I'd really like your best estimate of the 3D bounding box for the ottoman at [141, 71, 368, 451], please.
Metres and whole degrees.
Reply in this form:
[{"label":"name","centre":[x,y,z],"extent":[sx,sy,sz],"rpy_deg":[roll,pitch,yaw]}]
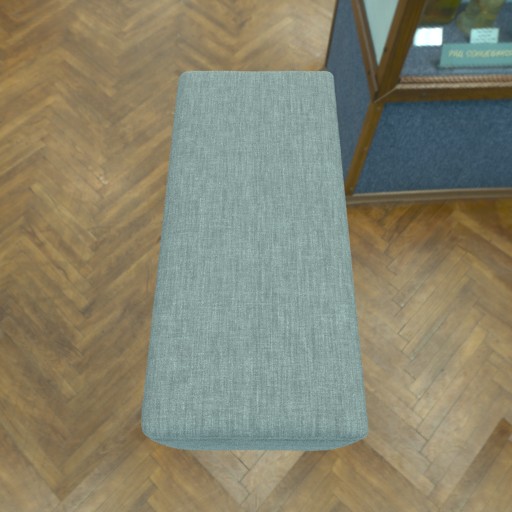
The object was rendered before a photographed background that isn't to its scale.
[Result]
[{"label":"ottoman","centre":[0.000,0.000,1.124],"extent":[0.419,0.432,0.902],"rpy_deg":[0,64,0]}]
